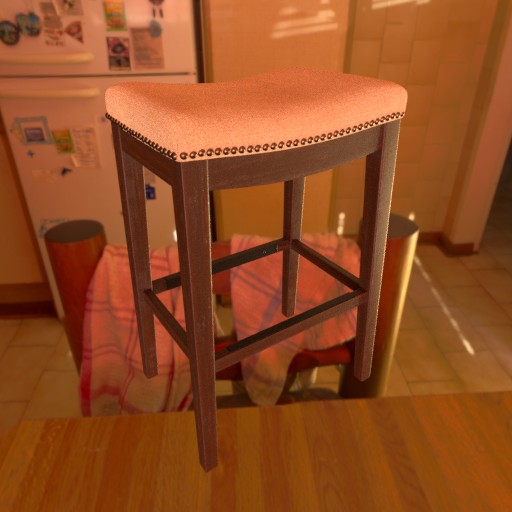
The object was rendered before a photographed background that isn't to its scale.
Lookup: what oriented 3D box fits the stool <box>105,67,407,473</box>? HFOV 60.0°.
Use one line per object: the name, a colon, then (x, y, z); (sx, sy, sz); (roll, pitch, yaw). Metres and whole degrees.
stool: (0.000, 0.000, 1.029); (0.509, 0.768, 0.363); (-19, 35, -29)
